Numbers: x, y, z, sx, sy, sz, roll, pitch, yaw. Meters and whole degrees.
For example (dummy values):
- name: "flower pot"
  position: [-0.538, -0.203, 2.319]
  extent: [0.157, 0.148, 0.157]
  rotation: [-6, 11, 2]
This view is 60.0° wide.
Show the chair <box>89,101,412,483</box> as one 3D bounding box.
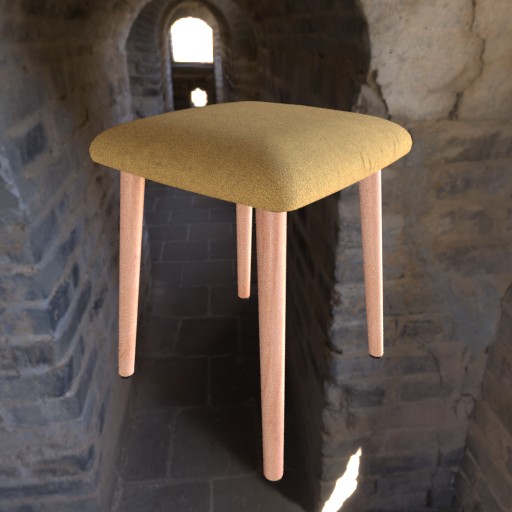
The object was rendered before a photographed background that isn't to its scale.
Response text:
- name: "chair"
  position: [0.000, 0.000, 0.702]
  extent: [0.350, 0.440, 0.350]
  rotation: [20, 33, 34]
